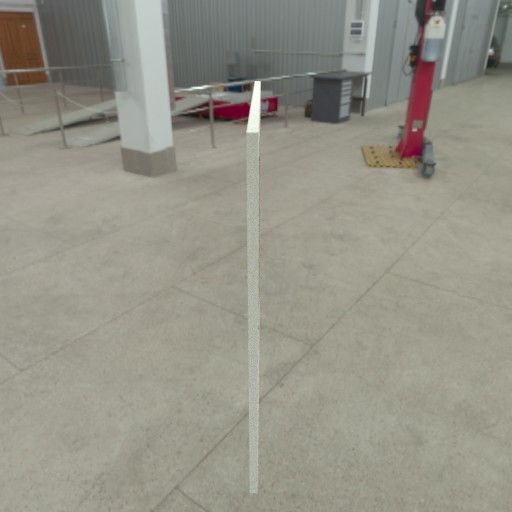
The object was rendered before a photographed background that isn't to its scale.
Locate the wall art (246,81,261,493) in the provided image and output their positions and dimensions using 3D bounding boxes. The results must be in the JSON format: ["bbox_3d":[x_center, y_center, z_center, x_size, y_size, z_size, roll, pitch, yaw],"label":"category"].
[{"bbox_3d":[0.000,0.000,0.865,0.013,0.584,0.584,0,27,1],"label":"wall art"}]
